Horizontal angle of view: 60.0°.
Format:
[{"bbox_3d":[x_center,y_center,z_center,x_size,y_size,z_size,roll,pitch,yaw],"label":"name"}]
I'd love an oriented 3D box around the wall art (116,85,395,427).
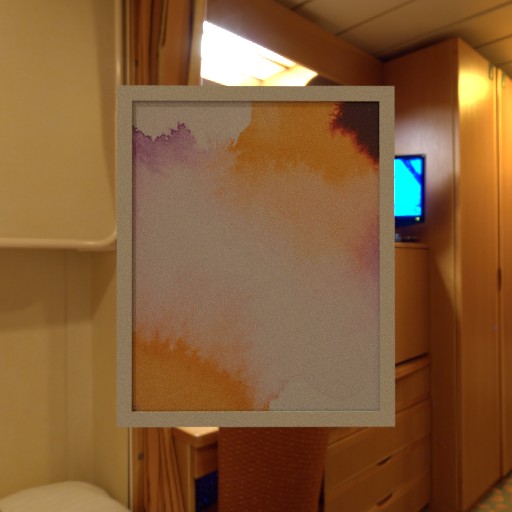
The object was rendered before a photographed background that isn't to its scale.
[{"bbox_3d":[0.000,0.000,1.067,0.661,0.811,0.026,0,0,0],"label":"wall art"}]
